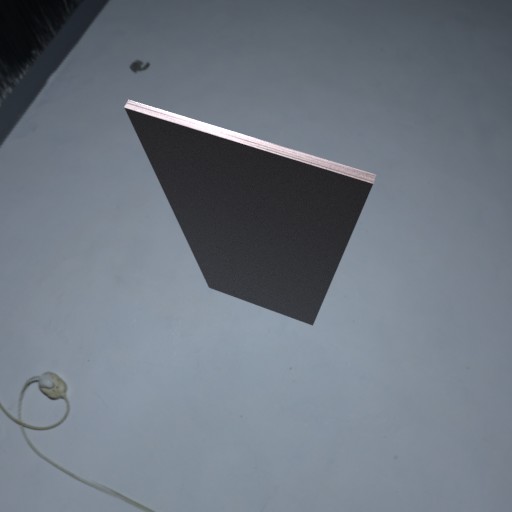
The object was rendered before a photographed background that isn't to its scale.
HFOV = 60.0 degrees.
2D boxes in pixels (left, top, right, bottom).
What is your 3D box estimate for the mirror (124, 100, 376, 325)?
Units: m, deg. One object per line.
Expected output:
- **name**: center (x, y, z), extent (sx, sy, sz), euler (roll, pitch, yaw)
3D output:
- **mirror**: center (0.000, 0.000, 2.298), extent (0.812, 2.020, 0.221), euler (19, 66, 9)
